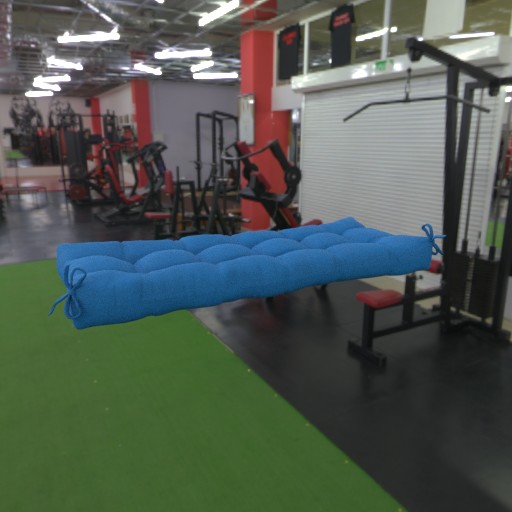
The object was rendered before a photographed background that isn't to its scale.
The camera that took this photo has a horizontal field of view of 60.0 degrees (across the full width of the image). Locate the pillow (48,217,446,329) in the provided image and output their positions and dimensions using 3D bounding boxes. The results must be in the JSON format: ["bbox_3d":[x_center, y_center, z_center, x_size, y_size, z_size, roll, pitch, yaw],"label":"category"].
[{"bbox_3d":[0.000,0.000,1.374,1.194,0.174,0.511,-7,16,-26],"label":"pillow"}]
